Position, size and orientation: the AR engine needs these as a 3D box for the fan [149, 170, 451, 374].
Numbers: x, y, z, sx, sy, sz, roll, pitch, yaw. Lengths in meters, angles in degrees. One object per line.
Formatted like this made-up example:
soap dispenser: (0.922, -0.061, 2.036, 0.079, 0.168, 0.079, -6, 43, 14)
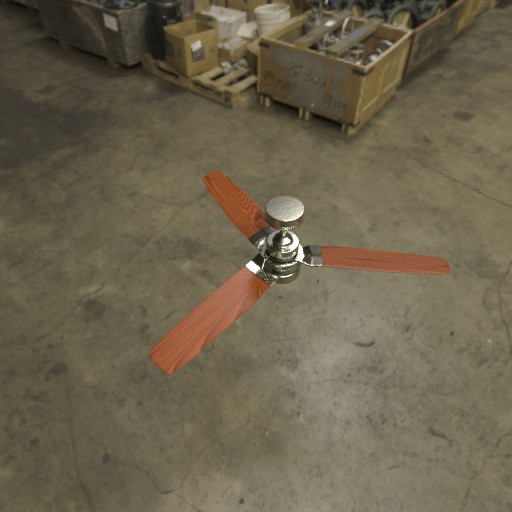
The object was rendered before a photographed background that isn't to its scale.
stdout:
fan: (0.000, 0.000, 2.012, 1.416, 0.410, 1.271, 31, 53, 27)
